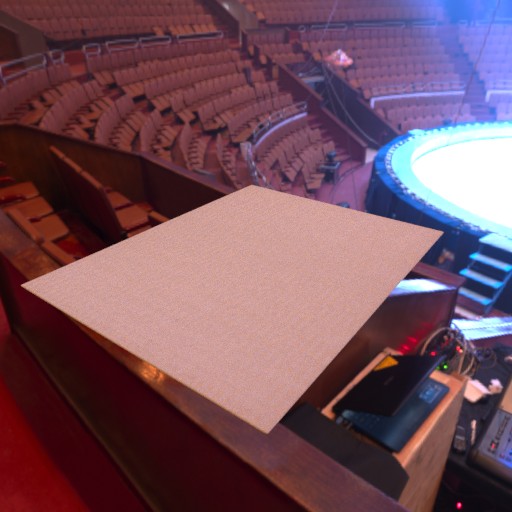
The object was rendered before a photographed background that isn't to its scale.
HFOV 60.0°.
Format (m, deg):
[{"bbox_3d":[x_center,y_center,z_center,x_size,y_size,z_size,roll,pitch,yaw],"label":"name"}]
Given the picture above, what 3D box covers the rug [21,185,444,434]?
[{"bbox_3d":[0.000,0.000,3.980,2.410,0.021,3.055,19,34,32],"label":"rug"}]
